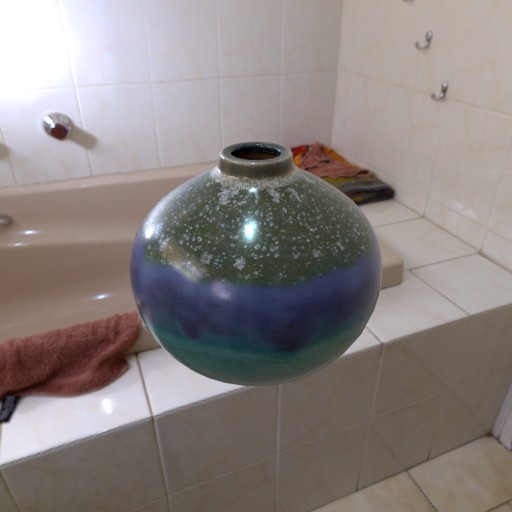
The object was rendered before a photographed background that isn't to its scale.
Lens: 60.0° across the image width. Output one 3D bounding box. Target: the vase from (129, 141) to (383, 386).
[{"bbox_3d":[0.000,0.000,0.276,0.154,0.133,0.154,0,31,0],"label":"vase"}]
